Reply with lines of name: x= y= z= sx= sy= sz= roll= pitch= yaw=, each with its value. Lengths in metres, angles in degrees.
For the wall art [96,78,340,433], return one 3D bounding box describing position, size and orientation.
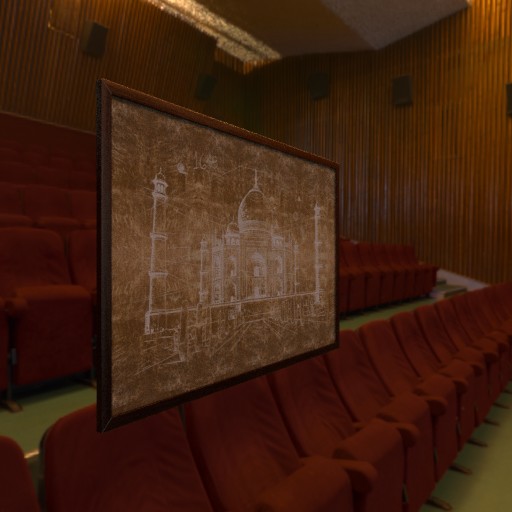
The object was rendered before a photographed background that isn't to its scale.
wall art: x=0.000 y=0.000 z=1.025 sx=0.014 sy=0.559 sz=0.816 roll=0 pitch=0 yaw=37
